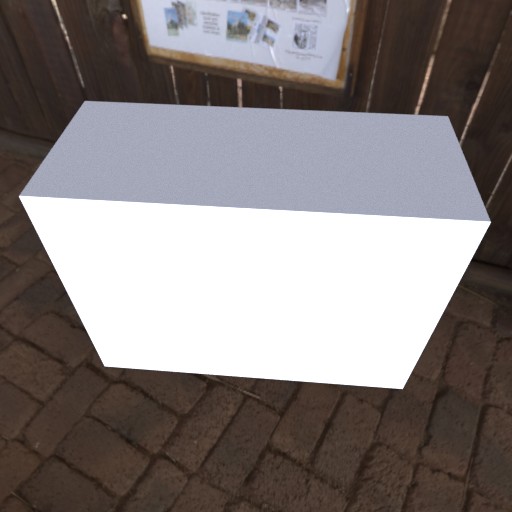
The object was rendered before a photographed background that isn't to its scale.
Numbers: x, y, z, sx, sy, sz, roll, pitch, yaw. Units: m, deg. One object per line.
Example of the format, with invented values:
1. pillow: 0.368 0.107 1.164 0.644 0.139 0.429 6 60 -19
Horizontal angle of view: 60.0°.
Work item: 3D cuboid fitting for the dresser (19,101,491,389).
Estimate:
1. dresser: 0.000 0.000 1.486 1.100 0.820 0.460 3 47 3
